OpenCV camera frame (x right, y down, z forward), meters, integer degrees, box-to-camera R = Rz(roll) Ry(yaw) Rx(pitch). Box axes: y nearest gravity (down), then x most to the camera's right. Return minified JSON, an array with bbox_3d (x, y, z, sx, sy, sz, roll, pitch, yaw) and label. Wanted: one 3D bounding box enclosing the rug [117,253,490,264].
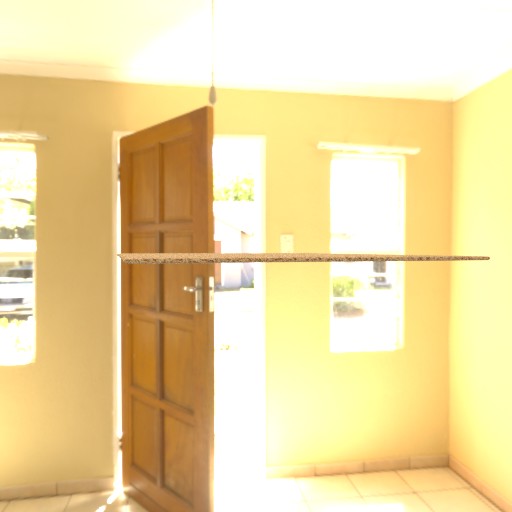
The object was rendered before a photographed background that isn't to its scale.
[{"bbox_3d":[0.000,0.000,4.128,2.438,0.029,3.047,0,1,-18],"label":"rug"}]
